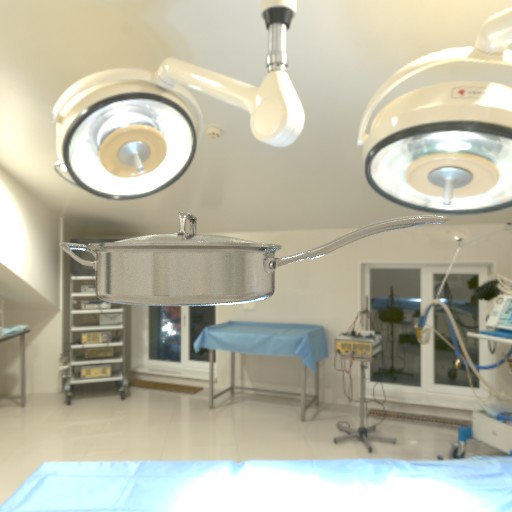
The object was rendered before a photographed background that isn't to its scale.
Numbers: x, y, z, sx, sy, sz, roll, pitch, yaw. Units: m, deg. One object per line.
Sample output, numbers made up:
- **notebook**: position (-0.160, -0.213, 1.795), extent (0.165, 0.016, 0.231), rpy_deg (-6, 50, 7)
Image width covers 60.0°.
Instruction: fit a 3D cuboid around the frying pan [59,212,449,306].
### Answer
- **frying pan**: position (0.000, 0.000, 0.576), extent (0.492, 0.111, 0.245), rpy_deg (0, -1, 2)
